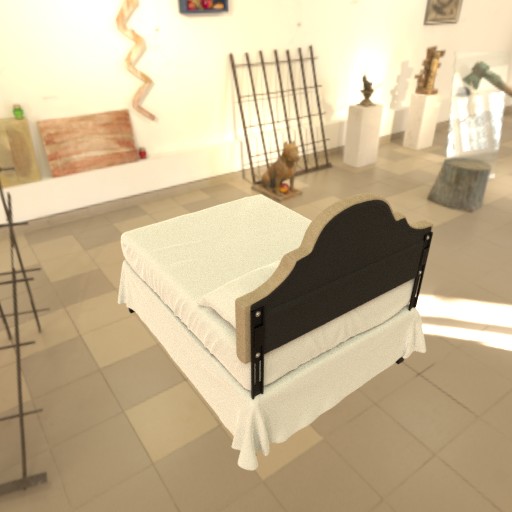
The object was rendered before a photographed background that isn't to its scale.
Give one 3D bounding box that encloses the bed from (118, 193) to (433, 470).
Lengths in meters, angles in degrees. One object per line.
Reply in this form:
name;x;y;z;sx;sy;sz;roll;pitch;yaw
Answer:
bed;0.000;0.000;3.519;1.780;1.634;2.222;-20;36;-30
